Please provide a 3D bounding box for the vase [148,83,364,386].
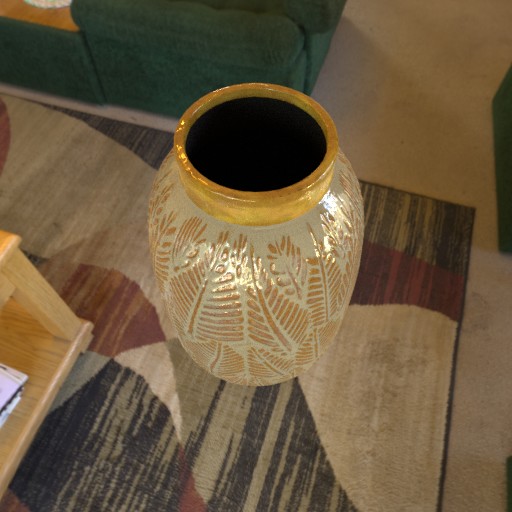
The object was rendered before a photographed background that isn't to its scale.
[{"bbox_3d":[0.000,0.000,0.374,0.172,0.270,0.172,0,59,0],"label":"vase"}]
